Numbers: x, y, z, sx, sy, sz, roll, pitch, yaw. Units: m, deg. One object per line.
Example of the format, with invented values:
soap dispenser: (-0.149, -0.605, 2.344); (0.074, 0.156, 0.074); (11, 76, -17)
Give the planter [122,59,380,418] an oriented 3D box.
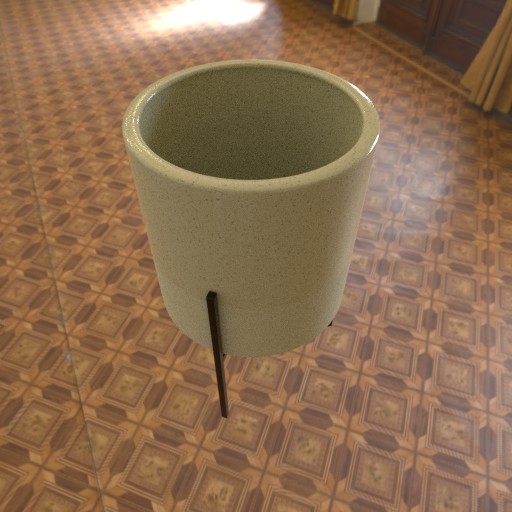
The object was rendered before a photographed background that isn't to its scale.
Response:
planter: (0.000, 0.000, 0.550); (0.243, 0.390, 0.234); (-9, 47, -9)
